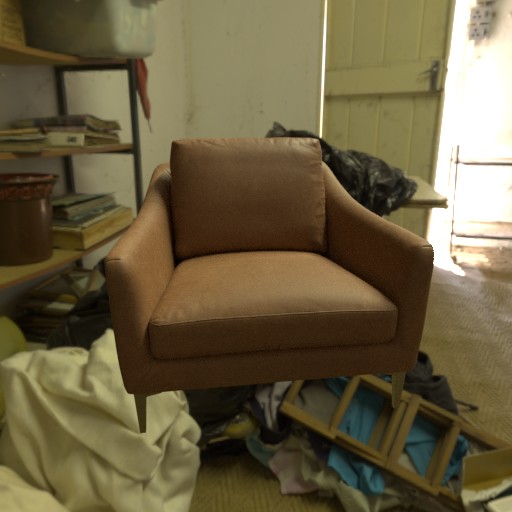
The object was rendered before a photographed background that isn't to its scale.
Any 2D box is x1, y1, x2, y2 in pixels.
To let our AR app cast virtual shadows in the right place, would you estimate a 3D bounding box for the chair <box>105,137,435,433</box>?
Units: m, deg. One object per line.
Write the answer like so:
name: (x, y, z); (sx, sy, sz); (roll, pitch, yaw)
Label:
chair: (0.000, 0.000, 1.760); (0.988, 0.895, 0.963); (-2, 17, -8)
